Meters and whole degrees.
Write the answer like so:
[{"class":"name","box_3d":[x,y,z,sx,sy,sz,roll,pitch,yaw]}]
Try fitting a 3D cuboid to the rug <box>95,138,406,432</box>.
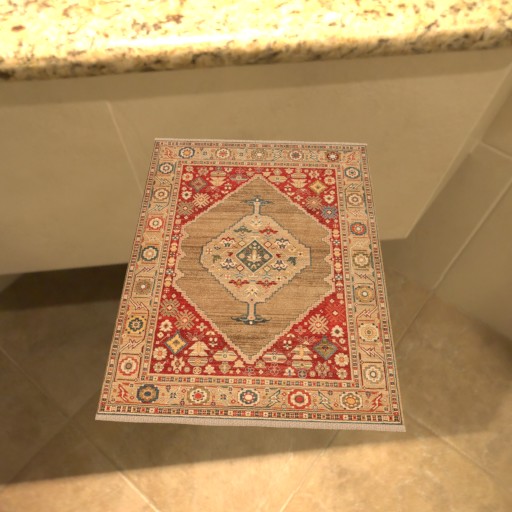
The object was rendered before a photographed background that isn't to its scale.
[{"class":"rug","box_3d":[0.000,0.000,4.299,2.451,0.008,3.143,2,59,1]}]
